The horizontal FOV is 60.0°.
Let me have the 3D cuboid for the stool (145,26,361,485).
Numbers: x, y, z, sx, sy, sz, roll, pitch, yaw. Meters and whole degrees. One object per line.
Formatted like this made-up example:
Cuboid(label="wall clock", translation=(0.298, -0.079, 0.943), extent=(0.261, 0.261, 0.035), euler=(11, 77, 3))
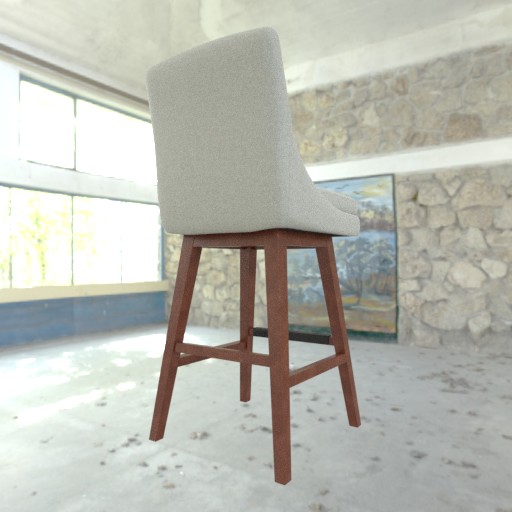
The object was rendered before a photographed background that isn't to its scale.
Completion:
Cuboid(label="stool", translation=(0.000, 0.000, 1.363), extent=(0.470, 1.092, 0.559), euler=(0, -1, 35))
